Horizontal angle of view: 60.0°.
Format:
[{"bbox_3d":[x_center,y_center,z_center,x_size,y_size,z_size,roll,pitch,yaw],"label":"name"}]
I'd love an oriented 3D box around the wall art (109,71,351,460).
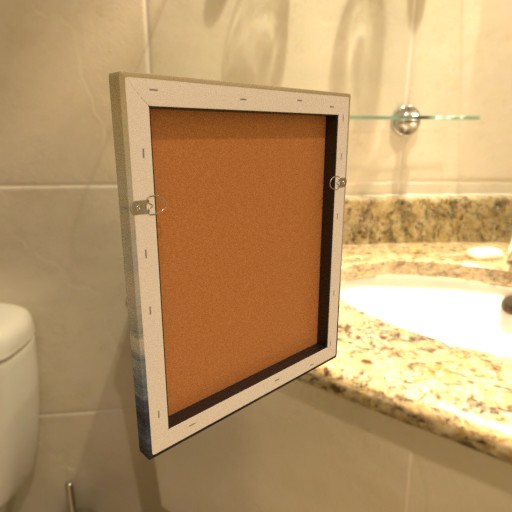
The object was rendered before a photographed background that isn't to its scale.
[{"bbox_3d":[0.000,0.000,0.983,0.608,0.710,0.041,-14,21,-41],"label":"wall art"}]
